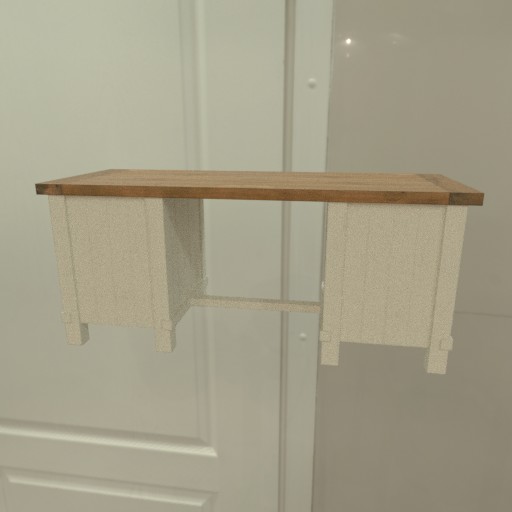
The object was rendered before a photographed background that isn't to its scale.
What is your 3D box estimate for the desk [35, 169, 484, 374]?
[{"bbox_3d":[0.000,0.000,2.193,1.803,0.760,0.688,3,16,9],"label":"desk"}]
